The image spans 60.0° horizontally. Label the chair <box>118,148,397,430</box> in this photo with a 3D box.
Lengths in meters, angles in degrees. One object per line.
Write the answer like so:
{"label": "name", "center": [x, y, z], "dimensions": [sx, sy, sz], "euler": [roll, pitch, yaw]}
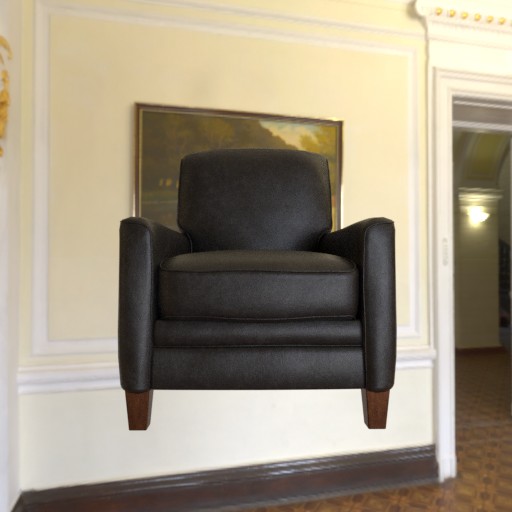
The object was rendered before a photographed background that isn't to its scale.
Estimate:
{"label": "chair", "center": [0.000, 0.000, 1.657], "dimensions": [0.848, 1.014, 0.864], "euler": [0, -1, -1]}
